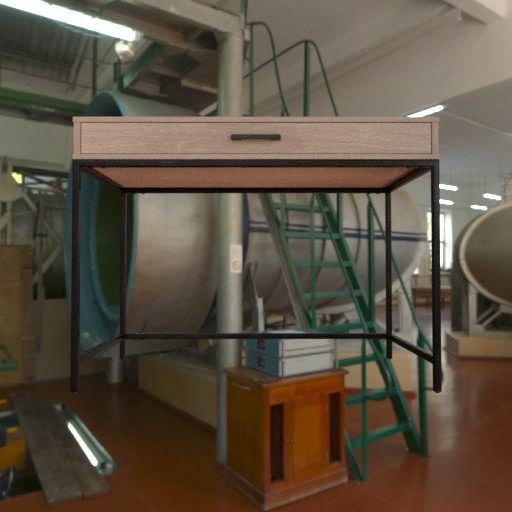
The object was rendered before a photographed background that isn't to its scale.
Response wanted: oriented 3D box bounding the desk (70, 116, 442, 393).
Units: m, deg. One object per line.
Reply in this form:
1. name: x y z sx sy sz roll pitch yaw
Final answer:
1. desk: 0.000 0.000 1.442 1.016 0.762 0.470 0 -1 0
